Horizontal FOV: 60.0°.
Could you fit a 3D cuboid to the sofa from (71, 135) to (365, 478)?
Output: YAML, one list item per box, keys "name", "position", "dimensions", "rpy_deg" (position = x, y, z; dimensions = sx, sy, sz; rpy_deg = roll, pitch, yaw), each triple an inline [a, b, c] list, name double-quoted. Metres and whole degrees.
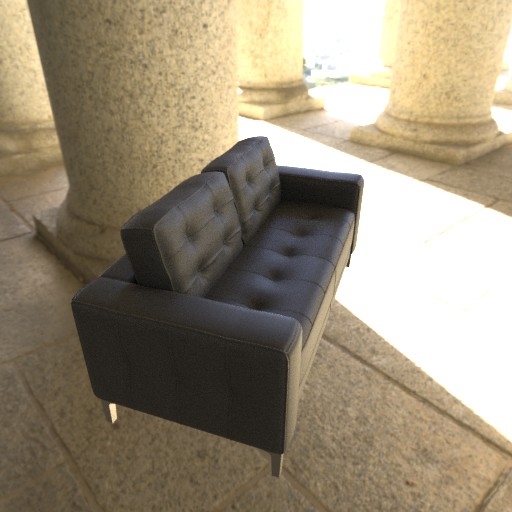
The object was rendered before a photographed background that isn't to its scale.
- name: "sofa"
  position: [0.000, 0.000, 2.232]
  dimensions: [0.833, 0.892, 1.726]
  rpy_deg: [10, 31, 17]
